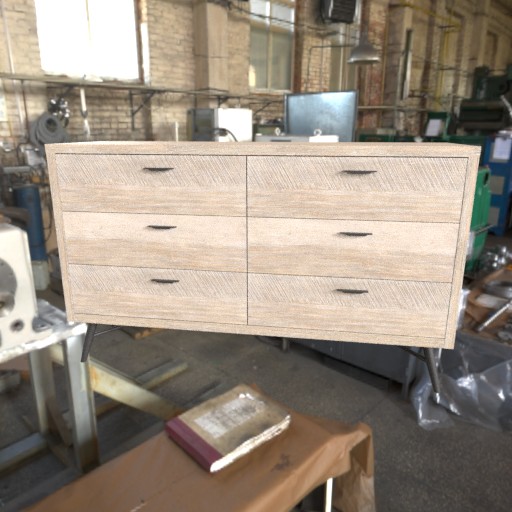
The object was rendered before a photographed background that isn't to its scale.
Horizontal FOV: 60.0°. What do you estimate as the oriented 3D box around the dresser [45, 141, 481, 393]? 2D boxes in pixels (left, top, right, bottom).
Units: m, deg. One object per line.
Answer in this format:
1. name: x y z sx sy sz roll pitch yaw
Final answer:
1. dresser: 0.000 0.000 1.857 1.524 0.914 0.457 3 16 9
